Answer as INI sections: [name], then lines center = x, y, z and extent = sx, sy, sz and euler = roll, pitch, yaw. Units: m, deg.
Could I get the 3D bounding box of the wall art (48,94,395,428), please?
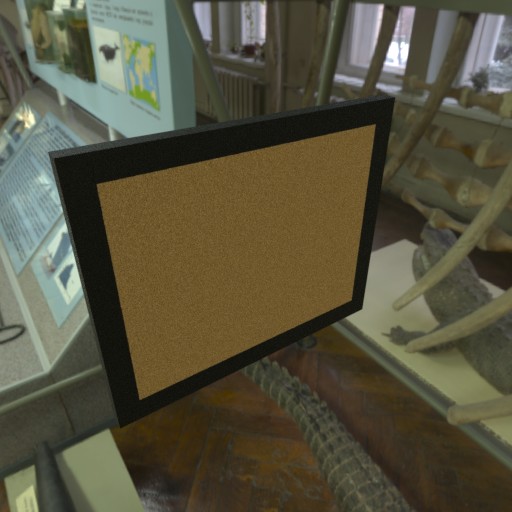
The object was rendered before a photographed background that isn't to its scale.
[wall art]
center = 0.000, 0.000, 0.754
extent = 0.561, 0.460, 0.028
euler = -19, 36, -29
